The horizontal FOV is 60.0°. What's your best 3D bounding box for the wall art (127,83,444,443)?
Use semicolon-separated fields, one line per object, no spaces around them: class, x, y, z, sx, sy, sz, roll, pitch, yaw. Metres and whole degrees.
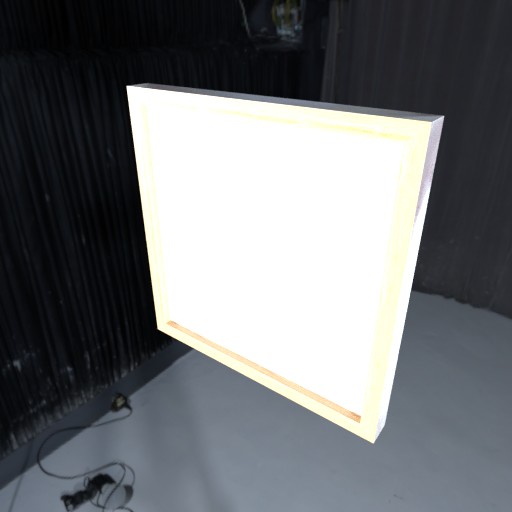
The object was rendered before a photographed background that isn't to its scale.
wall art;0.000;0.000;0.447;0.303;0.303;0.028;19;33;32
